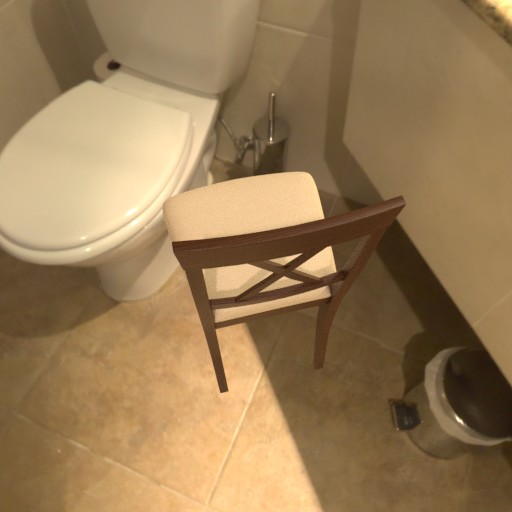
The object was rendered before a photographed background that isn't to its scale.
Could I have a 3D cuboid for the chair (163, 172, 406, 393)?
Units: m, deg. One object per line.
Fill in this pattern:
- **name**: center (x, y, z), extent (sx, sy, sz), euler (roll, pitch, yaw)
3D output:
- **chair**: center (0.000, 0.000, 1.178), extent (0.440, 0.913, 0.480), euler (-12, 60, -7)
